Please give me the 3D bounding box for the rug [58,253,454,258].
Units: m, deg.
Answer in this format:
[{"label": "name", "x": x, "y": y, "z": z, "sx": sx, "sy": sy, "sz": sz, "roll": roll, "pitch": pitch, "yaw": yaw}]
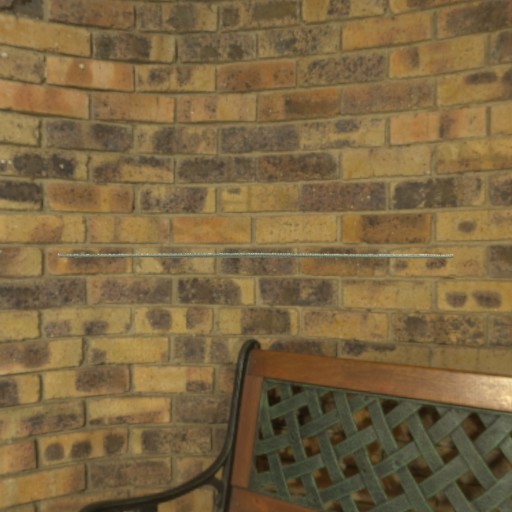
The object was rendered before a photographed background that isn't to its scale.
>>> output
[{"label": "rug", "x": 0.000, "y": 0.000, "z": 5.149, "sx": 2.802, "sy": 0.052, "sz": 4.078, "roll": 0, "pitch": 0, "yaw": 0}]
